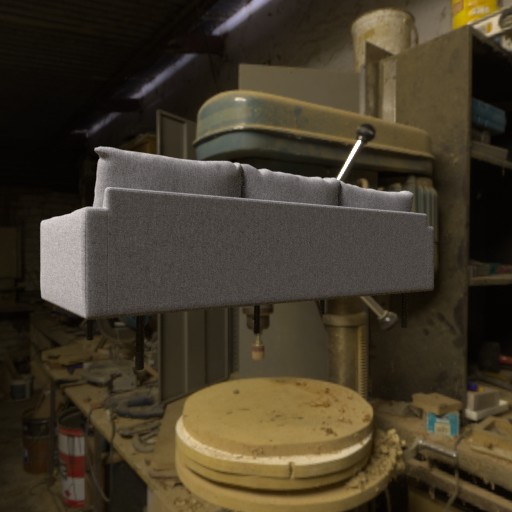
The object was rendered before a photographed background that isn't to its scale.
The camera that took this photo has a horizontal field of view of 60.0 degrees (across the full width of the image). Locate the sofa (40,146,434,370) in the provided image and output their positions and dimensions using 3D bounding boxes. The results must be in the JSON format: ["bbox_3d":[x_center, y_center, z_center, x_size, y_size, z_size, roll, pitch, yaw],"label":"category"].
[{"bbox_3d":[0.000,0.000,2.387,2.000,0.830,0.850,0,1,-35],"label":"sofa"}]
